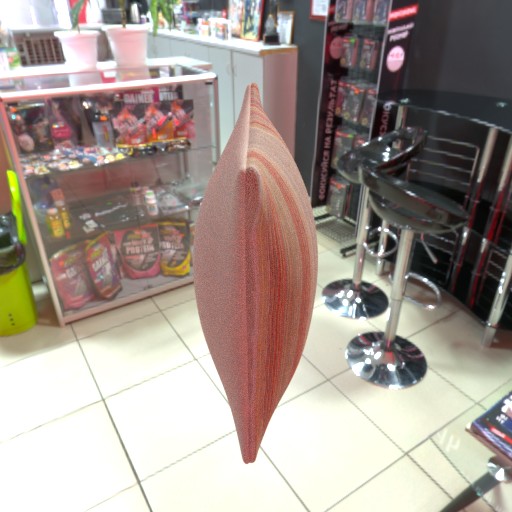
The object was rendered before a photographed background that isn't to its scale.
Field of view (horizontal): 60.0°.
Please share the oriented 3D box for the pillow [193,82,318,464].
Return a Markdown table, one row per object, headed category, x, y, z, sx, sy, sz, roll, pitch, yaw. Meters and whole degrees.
| category | x | y | z | sx | sy | sz | roll | pitch | yaw |
| --- | --- | --- | --- | --- | --- | --- | --- | --- | --- |
| pillow | 0.000 | 0.000 | 0.697 | 0.191 | 0.449 | 0.451 | 0 | 31 | 0 |
